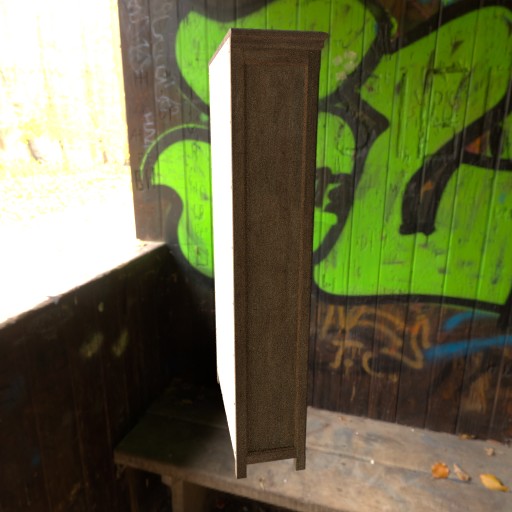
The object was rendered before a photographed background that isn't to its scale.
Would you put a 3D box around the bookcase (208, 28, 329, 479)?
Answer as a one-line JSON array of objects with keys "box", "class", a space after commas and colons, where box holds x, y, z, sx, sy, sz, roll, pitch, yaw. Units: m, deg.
[{"box": [0.000, 0.000, 2.208, 0.348, 1.880, 0.906, -3, 17, -10], "class": "bookcase"}]
